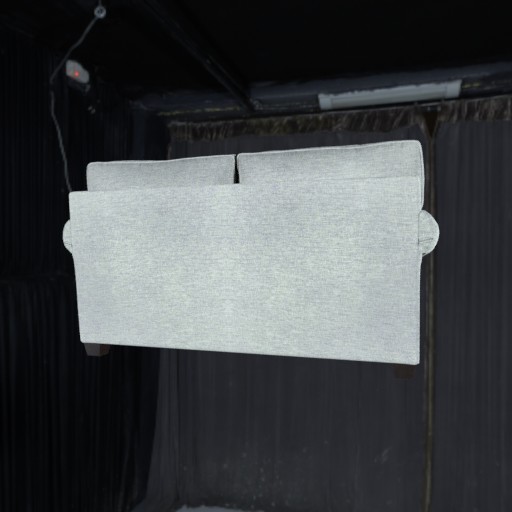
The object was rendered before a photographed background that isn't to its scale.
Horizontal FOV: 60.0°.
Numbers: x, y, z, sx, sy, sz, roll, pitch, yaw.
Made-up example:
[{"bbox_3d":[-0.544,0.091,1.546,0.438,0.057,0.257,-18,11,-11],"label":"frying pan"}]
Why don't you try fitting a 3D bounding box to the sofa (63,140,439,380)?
[{"bbox_3d":[0.000,0.000,2.287,1.701,0.966,0.966,0,0,17],"label":"sofa"}]
